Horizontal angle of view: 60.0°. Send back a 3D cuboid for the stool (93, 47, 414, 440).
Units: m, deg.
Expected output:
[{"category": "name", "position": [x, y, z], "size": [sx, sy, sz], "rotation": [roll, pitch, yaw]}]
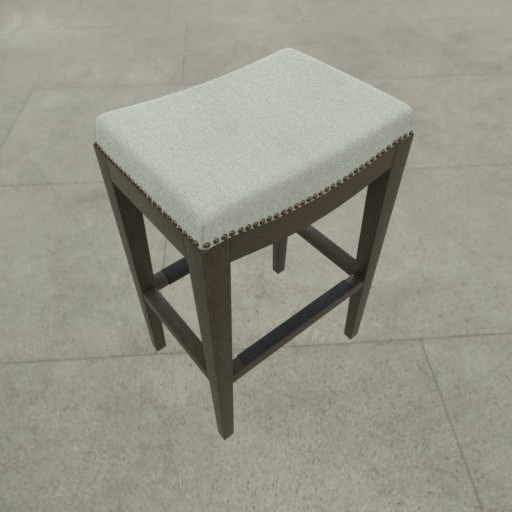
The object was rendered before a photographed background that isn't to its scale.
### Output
[{"category": "stool", "position": [0.000, 0.000, 1.049], "size": [0.498, 0.759, 0.358], "rotation": [-31, 55, -25]}]
